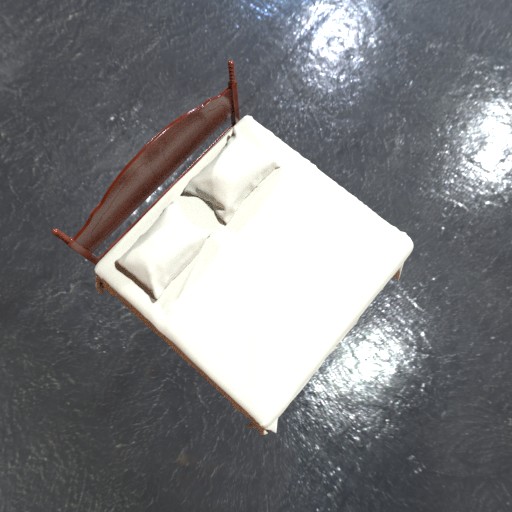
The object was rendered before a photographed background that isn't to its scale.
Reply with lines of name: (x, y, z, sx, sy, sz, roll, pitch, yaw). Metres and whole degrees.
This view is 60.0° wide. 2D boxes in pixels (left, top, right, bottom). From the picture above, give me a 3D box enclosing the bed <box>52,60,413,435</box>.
bed: (0.000, 0.000, 3.773, 2.219, 1.355, 2.322, 40, 78, 10)
